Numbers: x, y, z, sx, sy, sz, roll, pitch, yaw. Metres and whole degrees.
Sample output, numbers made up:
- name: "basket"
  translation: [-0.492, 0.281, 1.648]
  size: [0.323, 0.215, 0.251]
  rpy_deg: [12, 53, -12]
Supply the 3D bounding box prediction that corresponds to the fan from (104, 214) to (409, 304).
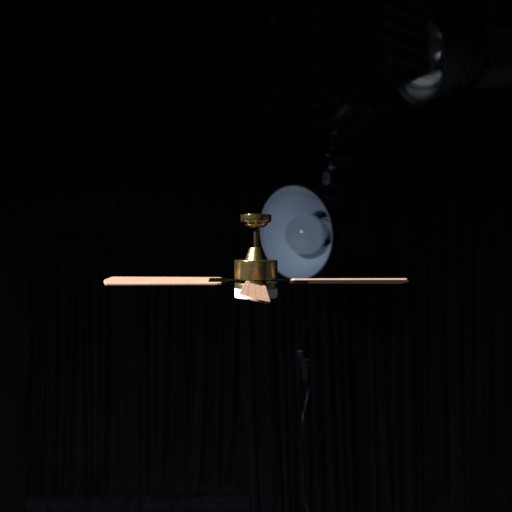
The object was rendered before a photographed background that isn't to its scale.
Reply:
- name: "fan"
  translation: [0.000, 0.000, 1.919]
  size: [1.320, 0.355, 1.320]
  rpy_deg: [0, 1, 0]
